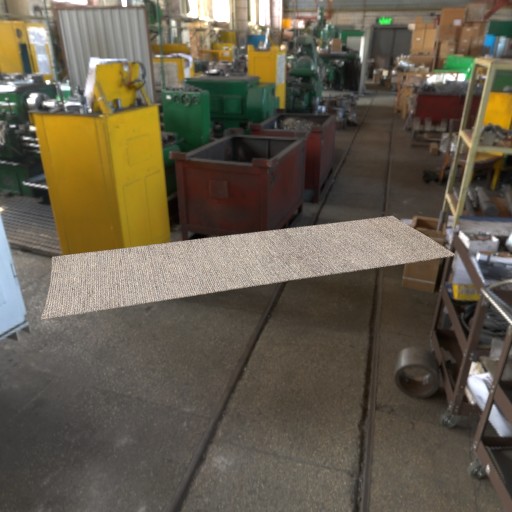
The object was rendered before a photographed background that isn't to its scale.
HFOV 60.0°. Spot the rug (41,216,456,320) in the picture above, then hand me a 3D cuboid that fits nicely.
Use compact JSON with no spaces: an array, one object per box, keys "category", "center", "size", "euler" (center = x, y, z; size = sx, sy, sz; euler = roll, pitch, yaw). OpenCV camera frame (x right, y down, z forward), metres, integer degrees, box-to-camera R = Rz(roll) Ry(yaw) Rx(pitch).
[{"category":"rug","center":[0.000,0.000,2.662],"size":[2.335,0.013,0.697],"euler":[-8,27,-15]}]
